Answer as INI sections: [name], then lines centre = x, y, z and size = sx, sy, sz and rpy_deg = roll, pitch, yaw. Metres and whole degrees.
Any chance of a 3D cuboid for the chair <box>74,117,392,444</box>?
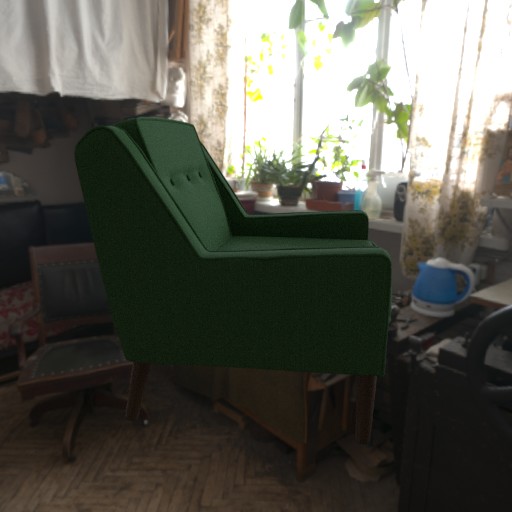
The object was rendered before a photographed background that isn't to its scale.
[chair]
centre = 0.000, 0.000, 1.332
size = 0.743, 0.792, 0.663
rpy_deg = 2, 15, 9
